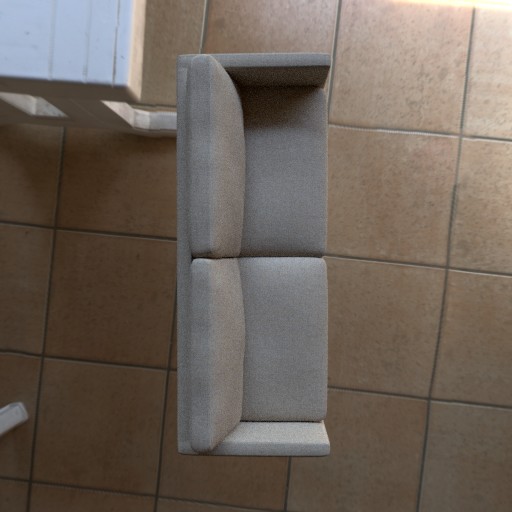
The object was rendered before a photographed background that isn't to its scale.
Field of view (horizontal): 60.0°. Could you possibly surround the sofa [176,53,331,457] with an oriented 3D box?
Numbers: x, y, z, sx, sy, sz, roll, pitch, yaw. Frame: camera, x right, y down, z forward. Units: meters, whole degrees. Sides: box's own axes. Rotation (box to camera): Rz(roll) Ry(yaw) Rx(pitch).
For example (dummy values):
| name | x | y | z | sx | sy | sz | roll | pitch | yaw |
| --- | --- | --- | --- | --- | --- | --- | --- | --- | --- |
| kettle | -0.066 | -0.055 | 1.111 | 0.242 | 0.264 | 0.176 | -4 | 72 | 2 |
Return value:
| name | x | y | z | sx | sy | sz | roll | pitch | yaw |
| --- | --- | --- | --- | --- | --- | --- | --- | --- | --- |
| sofa | 0.000 | 0.000 | 2.918 | 0.951 | 0.965 | 2.434 | 0 | 91 | 2 |
